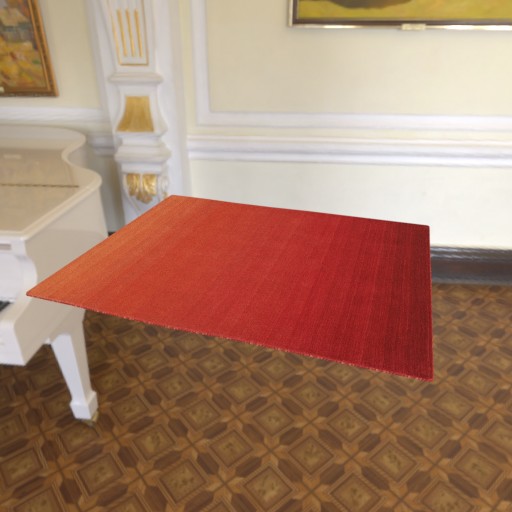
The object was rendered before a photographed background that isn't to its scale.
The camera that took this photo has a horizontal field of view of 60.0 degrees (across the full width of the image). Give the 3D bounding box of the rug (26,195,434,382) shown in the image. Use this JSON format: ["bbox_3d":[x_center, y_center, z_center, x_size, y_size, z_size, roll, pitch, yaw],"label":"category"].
[{"bbox_3d":[0.000,0.000,3.891,2.905,0.028,2.340,9,29,16],"label":"rug"}]
